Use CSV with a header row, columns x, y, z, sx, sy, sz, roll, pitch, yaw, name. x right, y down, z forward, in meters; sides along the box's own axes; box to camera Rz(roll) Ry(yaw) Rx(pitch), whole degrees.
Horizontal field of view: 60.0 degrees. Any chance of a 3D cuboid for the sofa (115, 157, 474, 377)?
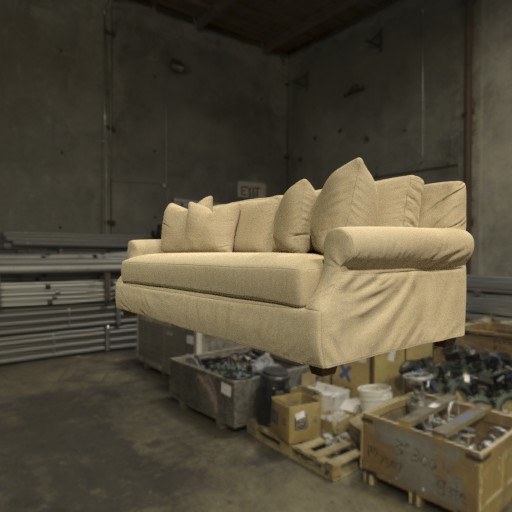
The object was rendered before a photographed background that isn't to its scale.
x,y,z,sx,sy,sz,roll,pitch,yaw,name
0.000,0.000,2.782,1.067,0.904,2.285,0,0,-37,sofa
